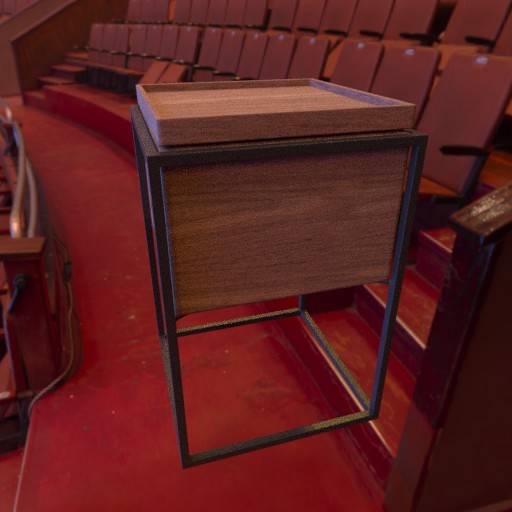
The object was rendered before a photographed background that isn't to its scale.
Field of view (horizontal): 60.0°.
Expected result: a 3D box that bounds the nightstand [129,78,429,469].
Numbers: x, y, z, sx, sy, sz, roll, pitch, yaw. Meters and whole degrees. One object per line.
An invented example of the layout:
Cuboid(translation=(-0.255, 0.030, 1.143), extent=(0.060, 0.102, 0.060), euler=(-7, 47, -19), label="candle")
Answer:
Cuboid(translation=(0.000, 0.000, 0.873), extent=(0.397, 0.607, 0.397), euler=(-8, 29, -15), label="nightstand")
